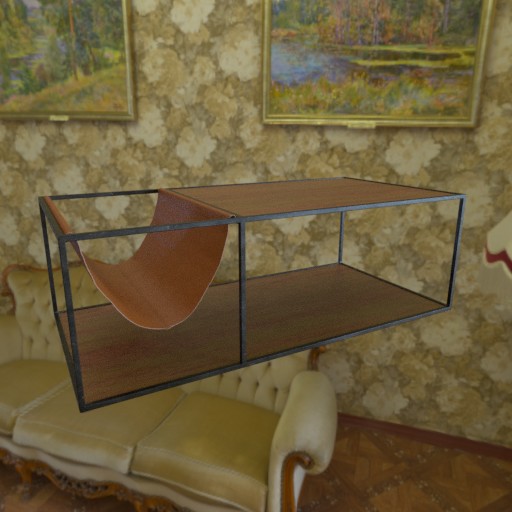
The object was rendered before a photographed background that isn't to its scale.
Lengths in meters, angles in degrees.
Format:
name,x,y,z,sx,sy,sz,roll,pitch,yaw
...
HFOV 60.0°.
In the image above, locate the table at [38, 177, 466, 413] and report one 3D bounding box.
name,x,y,z,sx,sy,sz,roll,pitch,yaw
table,0.000,0.000,1.438,1.199,0.403,0.597,-9,18,-27
